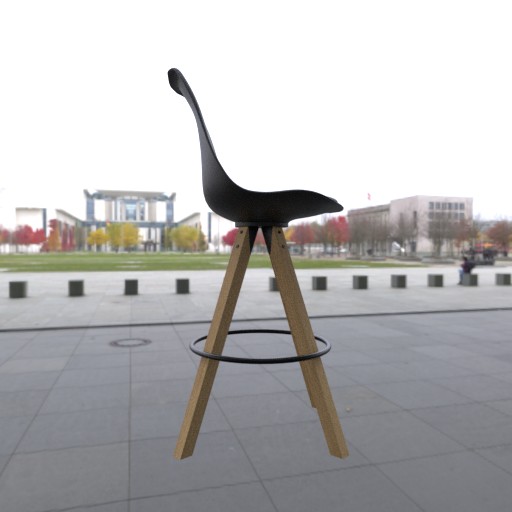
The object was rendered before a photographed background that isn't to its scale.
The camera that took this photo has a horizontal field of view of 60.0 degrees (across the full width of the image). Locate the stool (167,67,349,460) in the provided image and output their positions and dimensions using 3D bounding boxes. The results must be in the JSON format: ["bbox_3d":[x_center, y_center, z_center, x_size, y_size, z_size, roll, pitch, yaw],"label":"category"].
[{"bbox_3d":[0.000,0.000,1.422,0.550,1.115,0.485,0,1,-1],"label":"stool"}]
